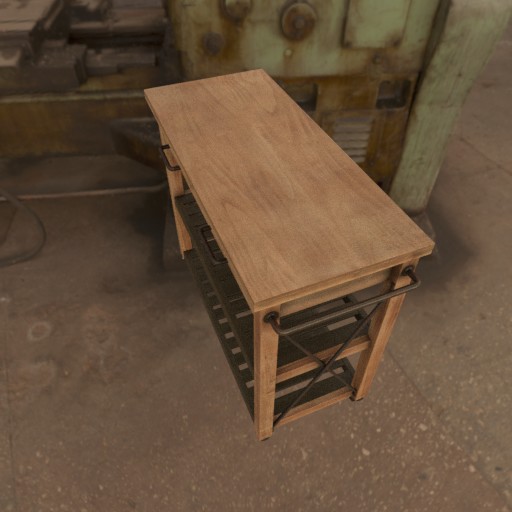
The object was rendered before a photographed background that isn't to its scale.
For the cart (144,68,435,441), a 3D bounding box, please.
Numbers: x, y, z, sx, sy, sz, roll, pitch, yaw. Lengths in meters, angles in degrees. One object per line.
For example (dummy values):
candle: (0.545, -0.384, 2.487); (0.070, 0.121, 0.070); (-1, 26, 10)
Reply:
cart: (0.000, 0.000, 1.012); (0.298, 0.554, 0.686); (-17, 48, -15)
